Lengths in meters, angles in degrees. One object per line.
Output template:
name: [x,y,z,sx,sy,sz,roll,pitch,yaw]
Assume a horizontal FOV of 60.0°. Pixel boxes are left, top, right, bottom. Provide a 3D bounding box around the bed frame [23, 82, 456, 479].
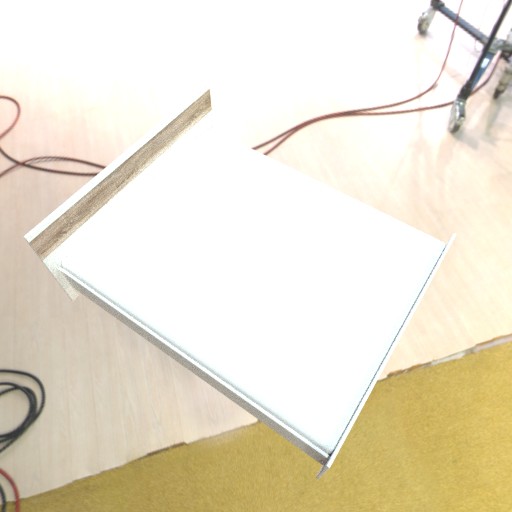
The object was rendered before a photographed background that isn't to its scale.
bed frame: [0.000,0.000,2.947,2.060,0.800,1.720,30,62,18]
